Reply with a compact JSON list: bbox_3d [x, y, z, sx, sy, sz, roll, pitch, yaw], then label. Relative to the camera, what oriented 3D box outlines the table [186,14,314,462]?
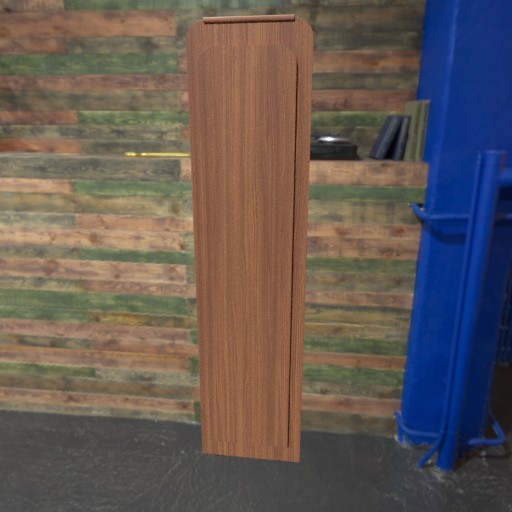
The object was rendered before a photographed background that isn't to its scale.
[{"bbox_3d":[0.000,0.000,1.964,0.450,1.830,0.420,2,17,7],"label":"table"}]
